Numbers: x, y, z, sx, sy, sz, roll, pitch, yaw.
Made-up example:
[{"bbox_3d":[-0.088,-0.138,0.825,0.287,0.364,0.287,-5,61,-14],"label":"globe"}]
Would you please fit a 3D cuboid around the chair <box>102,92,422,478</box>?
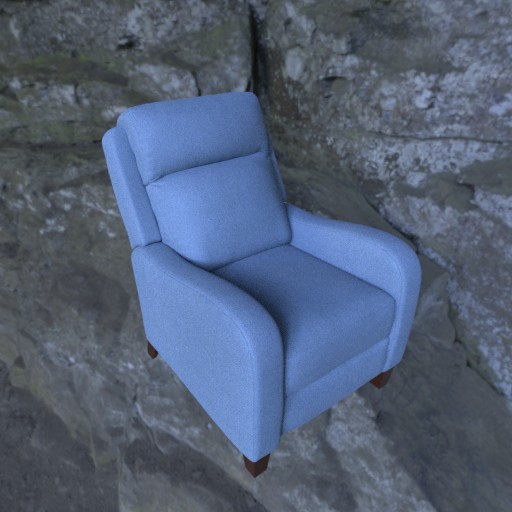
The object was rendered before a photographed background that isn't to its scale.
[{"bbox_3d":[0.000,0.000,1.707,0.785,1.067,0.988,-21,36,-32],"label":"chair"}]
